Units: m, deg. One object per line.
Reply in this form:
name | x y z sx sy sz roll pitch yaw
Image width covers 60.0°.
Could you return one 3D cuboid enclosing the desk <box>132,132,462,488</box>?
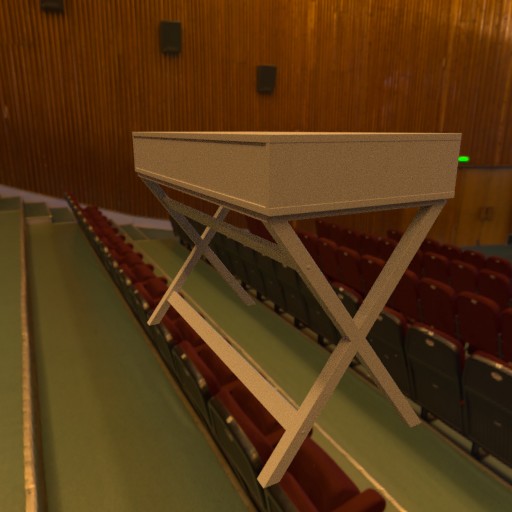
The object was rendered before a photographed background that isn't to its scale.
desk | 0.000 0.000 1.454 0.509 0.780 1.059 -8 18 -27
